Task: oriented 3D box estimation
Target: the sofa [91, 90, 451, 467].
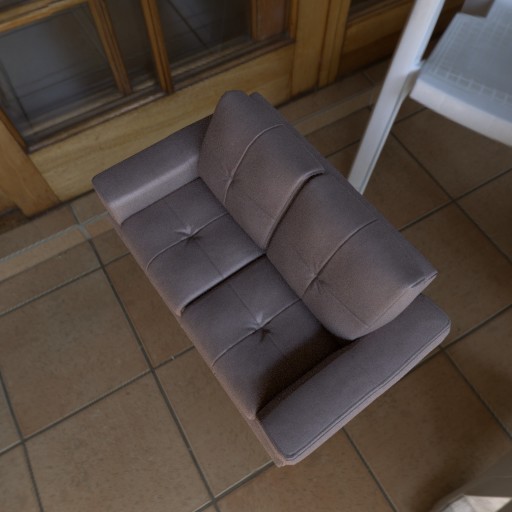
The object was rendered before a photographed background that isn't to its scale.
[{"bbox_3d":[0.000,0.000,2.322,1.018,0.907,1.806,-33,68,-15],"label":"sofa"}]
